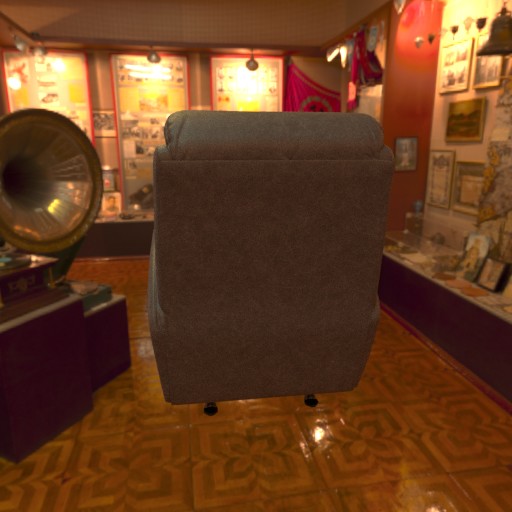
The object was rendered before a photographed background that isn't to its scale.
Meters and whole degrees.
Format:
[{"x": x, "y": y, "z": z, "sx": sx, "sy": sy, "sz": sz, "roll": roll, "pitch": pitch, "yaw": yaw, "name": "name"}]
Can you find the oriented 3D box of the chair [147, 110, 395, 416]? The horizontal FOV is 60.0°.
[{"x": 0.000, "y": 0.000, "z": 1.793, "sx": 0.865, "sy": 1.067, "sz": 1.067, "roll": -2, "pitch": 14, "yaw": -8, "name": "chair"}]
